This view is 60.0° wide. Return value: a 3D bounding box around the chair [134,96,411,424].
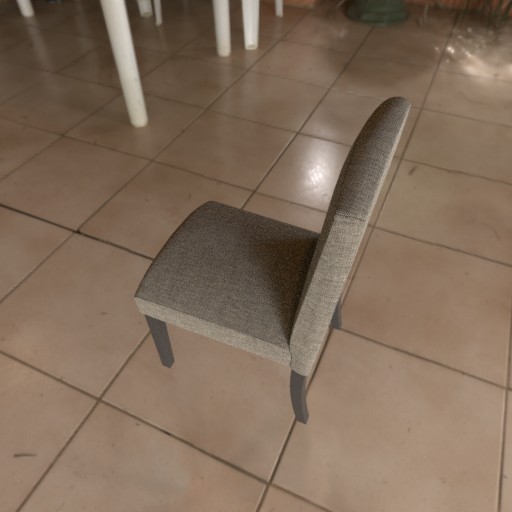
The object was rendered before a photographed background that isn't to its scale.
[{"bbox_3d":[0.000,0.000,1.243,0.580,0.917,0.451,17,49,16],"label":"chair"}]
